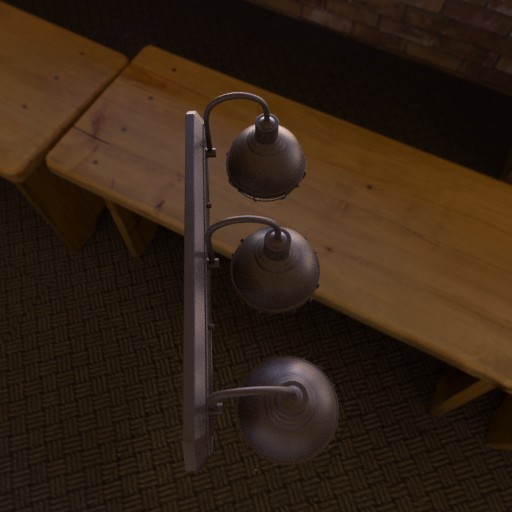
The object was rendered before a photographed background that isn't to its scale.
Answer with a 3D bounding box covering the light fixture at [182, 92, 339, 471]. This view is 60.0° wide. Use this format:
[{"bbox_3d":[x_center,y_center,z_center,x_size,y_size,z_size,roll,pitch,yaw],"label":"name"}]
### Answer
[{"bbox_3d":[0.000,0.000,0.739,0.229,0.254,0.634,-3,64,-2],"label":"light fixture"}]
